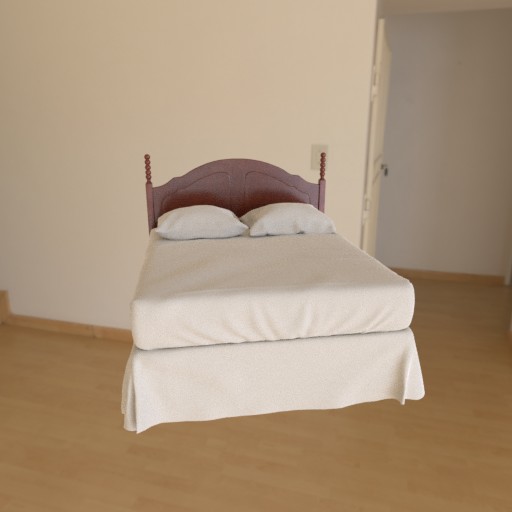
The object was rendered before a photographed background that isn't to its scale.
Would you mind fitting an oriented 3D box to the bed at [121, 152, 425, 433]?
[{"bbox_3d":[0.000,0.000,3.255,1.873,1.356,2.040,-3,17,-9],"label":"bed"}]
